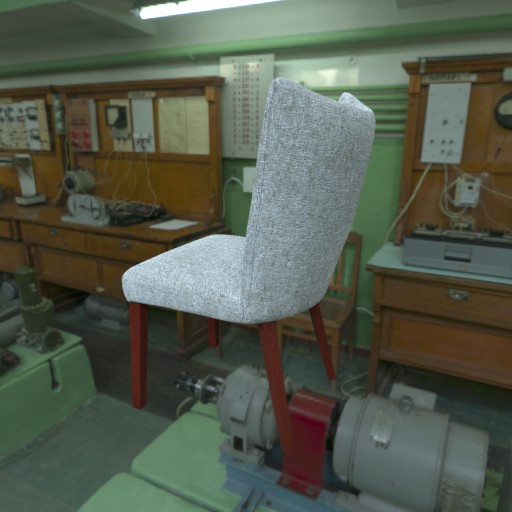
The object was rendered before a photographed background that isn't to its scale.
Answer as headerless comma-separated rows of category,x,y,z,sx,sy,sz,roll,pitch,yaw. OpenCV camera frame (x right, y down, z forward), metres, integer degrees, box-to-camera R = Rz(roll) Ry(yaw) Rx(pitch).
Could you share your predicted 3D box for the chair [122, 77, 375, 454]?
chair,0.000,0.000,1.303,0.623,0.924,0.535,8,18,25
